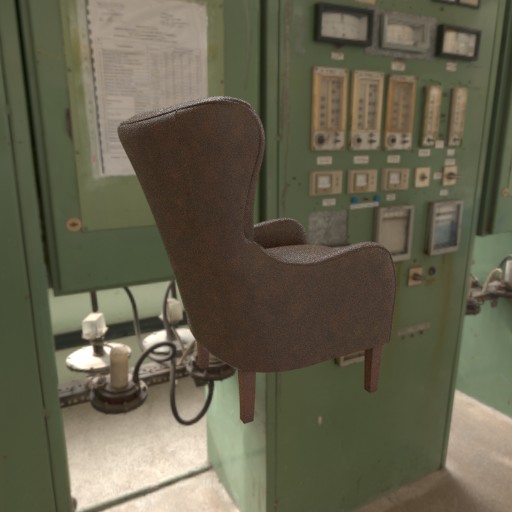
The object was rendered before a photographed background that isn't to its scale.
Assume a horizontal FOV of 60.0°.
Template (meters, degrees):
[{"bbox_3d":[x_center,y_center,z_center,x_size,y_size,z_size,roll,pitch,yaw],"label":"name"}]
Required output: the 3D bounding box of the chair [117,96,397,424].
[{"bbox_3d":[0.000,0.000,1.645,0.914,1.048,0.692,-7,16,-26],"label":"chair"}]
